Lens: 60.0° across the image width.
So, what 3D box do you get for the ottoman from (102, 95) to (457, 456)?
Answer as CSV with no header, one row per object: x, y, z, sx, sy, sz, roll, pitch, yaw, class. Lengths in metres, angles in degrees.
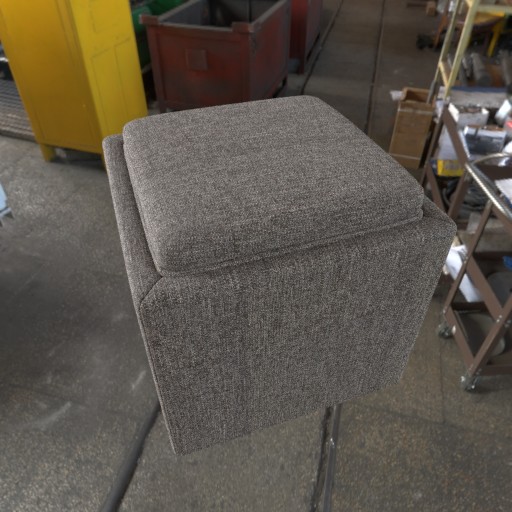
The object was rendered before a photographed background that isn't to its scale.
0.000,0.000,0.825,0.450,0.460,0.450,-13,43,-14,ottoman
